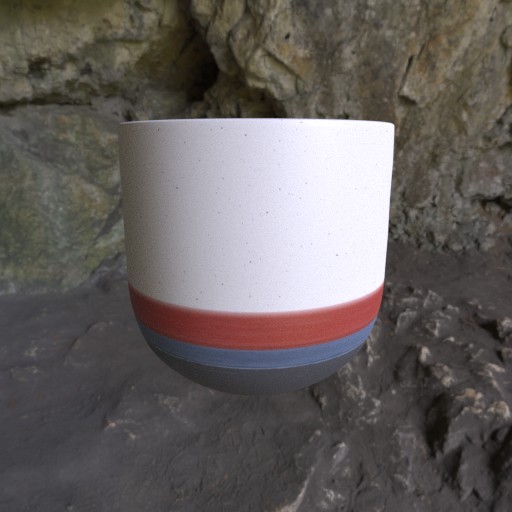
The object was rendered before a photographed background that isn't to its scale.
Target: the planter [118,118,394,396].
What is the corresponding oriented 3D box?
[{"bbox_3d":[0.000,0.000,0.478,0.268,0.270,0.268,0,14,0],"label":"planter"}]
